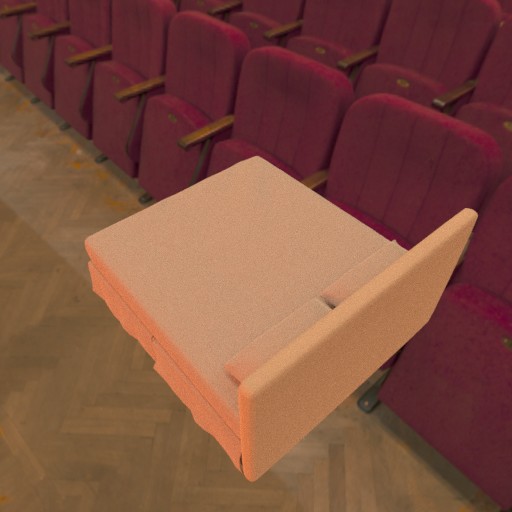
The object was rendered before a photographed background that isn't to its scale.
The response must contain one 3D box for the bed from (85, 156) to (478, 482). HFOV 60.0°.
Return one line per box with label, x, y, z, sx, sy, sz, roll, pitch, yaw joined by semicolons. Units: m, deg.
bed;0.000;0.000;3.593;2.119;1.317;2.341;-32;54;-27
